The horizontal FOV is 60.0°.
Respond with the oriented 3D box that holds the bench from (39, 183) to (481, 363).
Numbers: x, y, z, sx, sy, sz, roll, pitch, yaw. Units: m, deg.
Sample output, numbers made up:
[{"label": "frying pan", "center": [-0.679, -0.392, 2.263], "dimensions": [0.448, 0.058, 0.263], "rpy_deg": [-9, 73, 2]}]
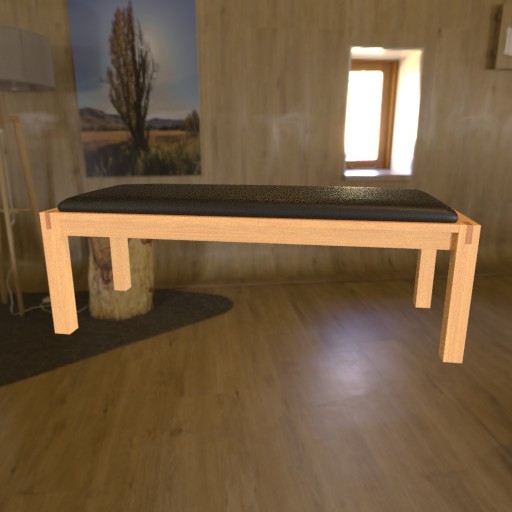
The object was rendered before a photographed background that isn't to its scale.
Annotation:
[{"label": "bench", "center": [0.000, 0.000, 1.449], "dimensions": [1.202, 0.430, 0.450], "rpy_deg": [2, 16, 9]}]
